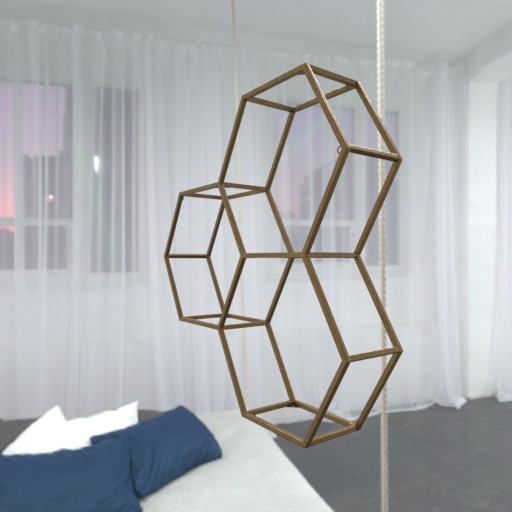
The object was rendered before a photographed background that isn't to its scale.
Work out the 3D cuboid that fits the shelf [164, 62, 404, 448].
[{"bbox_3d":[0.000,0.000,1.053,0.150,0.701,0.708,0,-1,-36],"label":"shelf"}]
